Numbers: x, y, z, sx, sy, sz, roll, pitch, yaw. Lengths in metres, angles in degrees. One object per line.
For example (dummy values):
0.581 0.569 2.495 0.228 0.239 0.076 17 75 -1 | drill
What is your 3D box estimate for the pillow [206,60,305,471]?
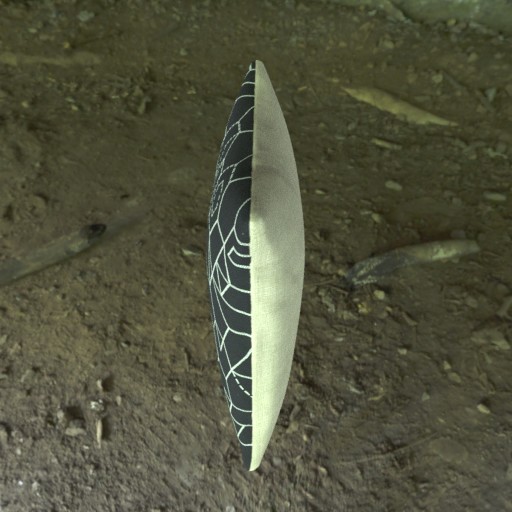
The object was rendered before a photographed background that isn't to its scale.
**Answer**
0.000 0.000 0.769 0.158 0.508 0.517 0 39 0 | pillow
